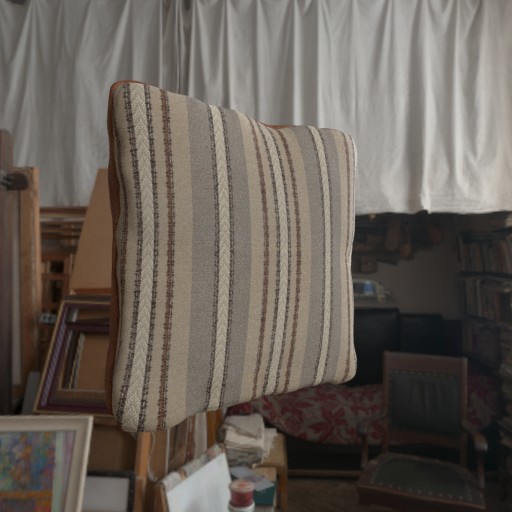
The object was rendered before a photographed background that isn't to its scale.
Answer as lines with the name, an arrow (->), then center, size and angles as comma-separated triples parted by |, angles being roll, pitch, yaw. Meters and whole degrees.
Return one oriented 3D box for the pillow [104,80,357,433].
pillow -> 0.000, 0.000, 0.735 | 0.489, 0.490, 0.130 | 0, 0, -37
